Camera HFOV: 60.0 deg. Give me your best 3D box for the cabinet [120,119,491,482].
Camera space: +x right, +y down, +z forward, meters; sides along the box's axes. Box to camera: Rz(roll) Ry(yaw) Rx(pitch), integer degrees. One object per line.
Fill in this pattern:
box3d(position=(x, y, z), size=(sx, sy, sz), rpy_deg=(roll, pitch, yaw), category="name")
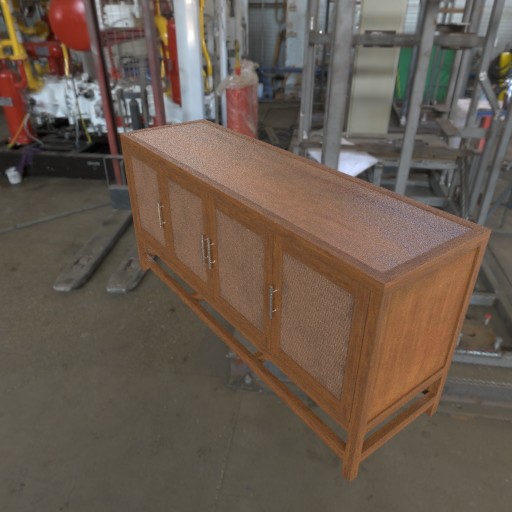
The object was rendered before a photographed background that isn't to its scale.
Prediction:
box3d(position=(0.000, 0.000, 2.015), size=(0.522, 0.820, 1.708), rpy_deg=(-21, 37, -31), category="cabinet")
